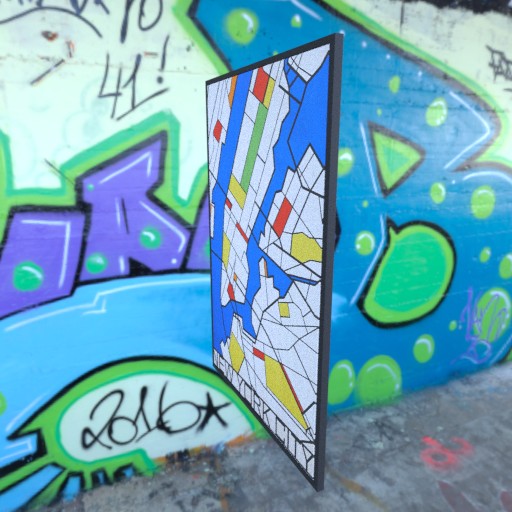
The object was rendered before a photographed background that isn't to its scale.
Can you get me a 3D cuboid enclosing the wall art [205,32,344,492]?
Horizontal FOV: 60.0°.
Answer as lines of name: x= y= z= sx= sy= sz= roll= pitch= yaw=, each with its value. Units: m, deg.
wall art: x=0.000 y=0.000 z=0.818 sx=0.013 sy=0.660 sz=0.460 roll=-7 pitch=15 yaw=-25
